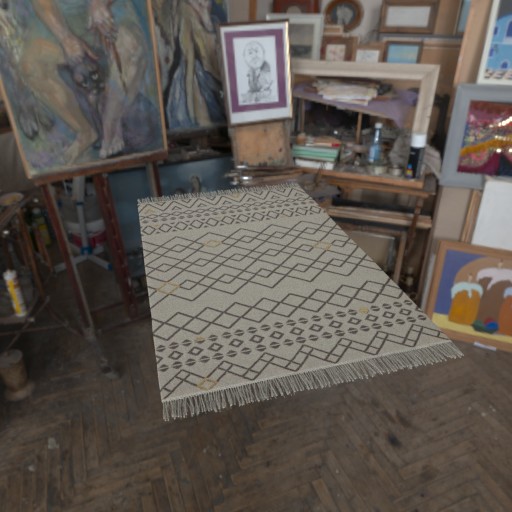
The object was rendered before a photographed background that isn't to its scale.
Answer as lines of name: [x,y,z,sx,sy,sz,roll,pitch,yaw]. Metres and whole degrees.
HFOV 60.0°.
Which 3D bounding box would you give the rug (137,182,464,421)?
rug: [0.000,0.000,3.062,1.495,0.035,2.472,-8,31,-13]
